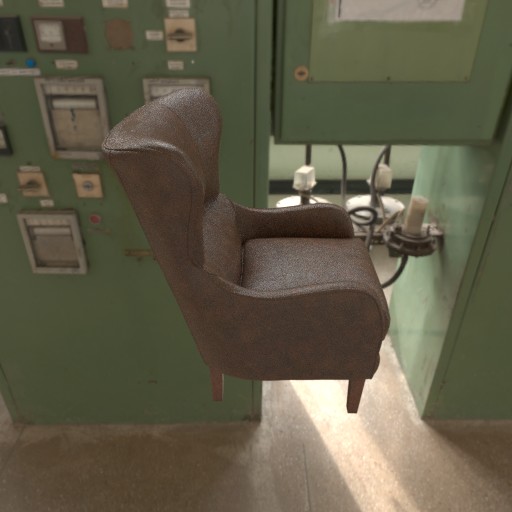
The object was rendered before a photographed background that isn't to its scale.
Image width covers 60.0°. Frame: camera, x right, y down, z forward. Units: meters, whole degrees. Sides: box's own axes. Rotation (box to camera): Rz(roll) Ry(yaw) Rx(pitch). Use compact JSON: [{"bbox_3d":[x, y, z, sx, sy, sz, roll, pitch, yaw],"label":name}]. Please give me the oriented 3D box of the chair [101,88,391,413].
[{"bbox_3d":[0.000,0.000,1.621,0.914,1.048,0.692,1,32,1],"label":"chair"}]
